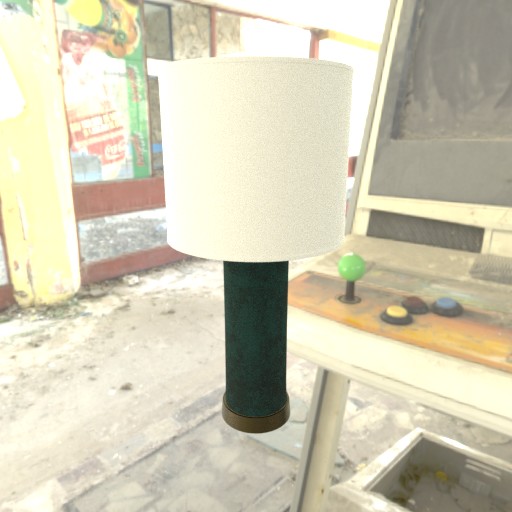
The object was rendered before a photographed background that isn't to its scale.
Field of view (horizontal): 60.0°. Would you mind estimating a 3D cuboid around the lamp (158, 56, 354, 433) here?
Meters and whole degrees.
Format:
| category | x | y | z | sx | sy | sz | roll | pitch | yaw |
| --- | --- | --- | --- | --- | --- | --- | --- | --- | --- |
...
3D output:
| category | x | y | z | sx | sy | sz | roll | pitch | yaw |
| --- | --- | --- | --- | --- | --- | --- | --- | --- | --- |
| lamp | 0.000 | 0.000 | 0.776 | 0.301 | 0.630 | 0.301 | -8 | 18 | -25 |
